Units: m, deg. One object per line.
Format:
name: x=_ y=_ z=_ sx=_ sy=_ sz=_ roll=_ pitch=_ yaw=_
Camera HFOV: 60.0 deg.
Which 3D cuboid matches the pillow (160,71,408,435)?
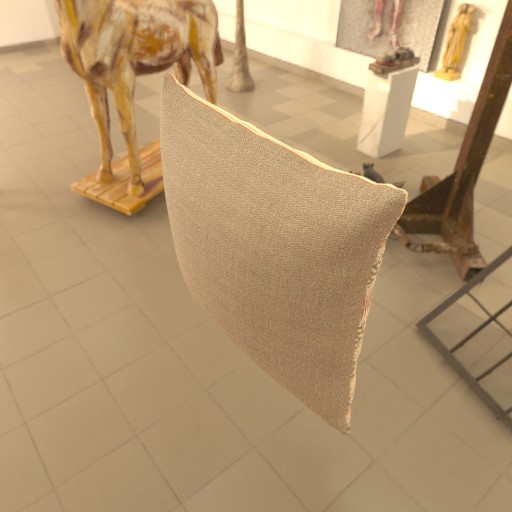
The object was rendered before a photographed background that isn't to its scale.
pillow: x=0.000 y=0.000 z=0.795 sx=0.215 sy=0.519 sz=0.521 roll=-28 pitch=47 yaw=-29
